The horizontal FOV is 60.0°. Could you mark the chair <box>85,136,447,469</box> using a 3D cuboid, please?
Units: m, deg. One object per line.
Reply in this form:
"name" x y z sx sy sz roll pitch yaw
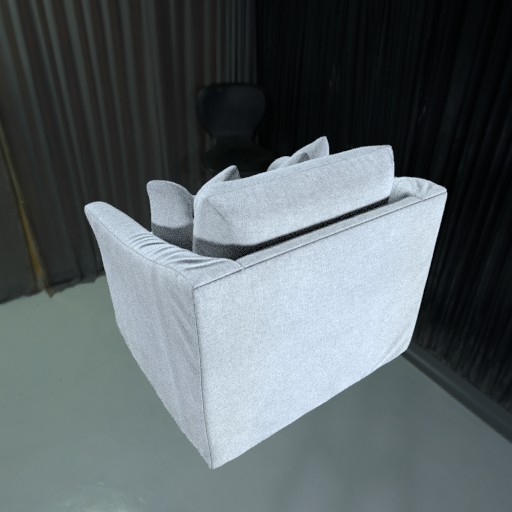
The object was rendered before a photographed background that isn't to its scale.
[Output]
"chair" 0.000 0.000 2.044 1.194 1.059 1.071 -20 37 -29
